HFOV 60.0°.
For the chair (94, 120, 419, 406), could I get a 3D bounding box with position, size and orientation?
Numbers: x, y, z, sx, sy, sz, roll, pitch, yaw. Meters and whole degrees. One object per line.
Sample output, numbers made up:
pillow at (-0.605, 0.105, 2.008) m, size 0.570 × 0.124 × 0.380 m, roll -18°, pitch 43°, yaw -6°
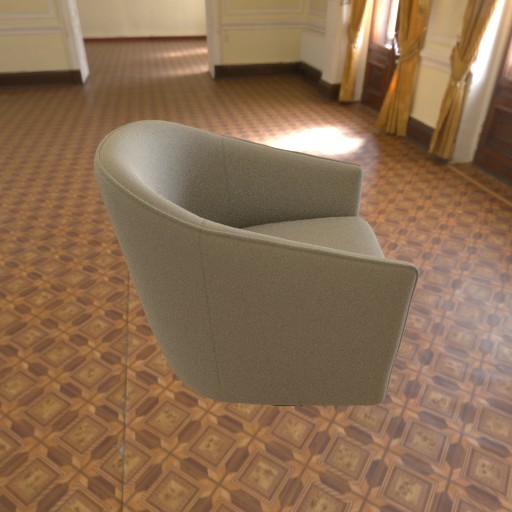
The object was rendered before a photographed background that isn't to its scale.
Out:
chair at (0.000, 0.000, 1.461) m, size 0.875 × 0.799 × 0.747 m, roll 0°, pitch 32°, yaw 0°
